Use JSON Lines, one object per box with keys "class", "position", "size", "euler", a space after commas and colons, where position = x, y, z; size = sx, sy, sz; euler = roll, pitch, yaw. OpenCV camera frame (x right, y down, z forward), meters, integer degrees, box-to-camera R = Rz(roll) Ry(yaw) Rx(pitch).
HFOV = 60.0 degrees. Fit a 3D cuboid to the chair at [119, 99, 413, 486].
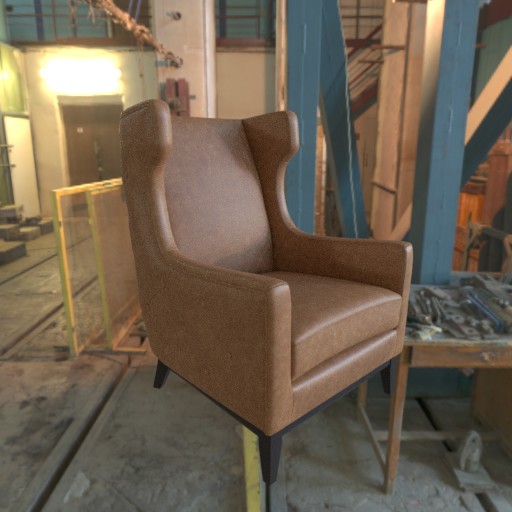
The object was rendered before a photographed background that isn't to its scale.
{"class": "chair", "position": [0.000, 0.000, 1.646], "size": [0.766, 1.079, 0.899], "euler": [-13, 19, -43]}
